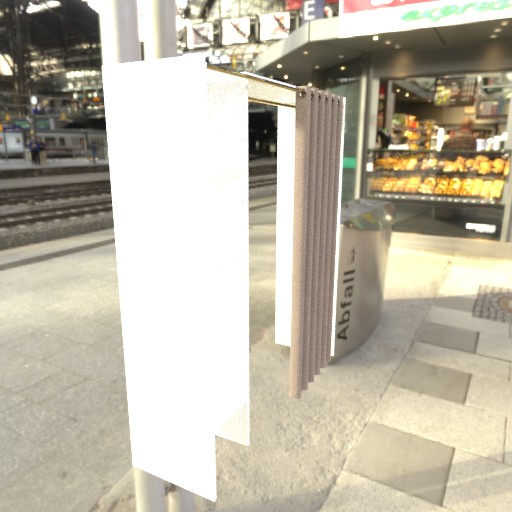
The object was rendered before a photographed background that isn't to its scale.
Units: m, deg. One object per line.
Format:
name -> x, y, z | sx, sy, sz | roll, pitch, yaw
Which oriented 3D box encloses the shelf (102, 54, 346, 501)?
shelf -> 0.000, 0.000, 2.513 | 0.500, 1.820, 1.600 | 7, 16, 28
